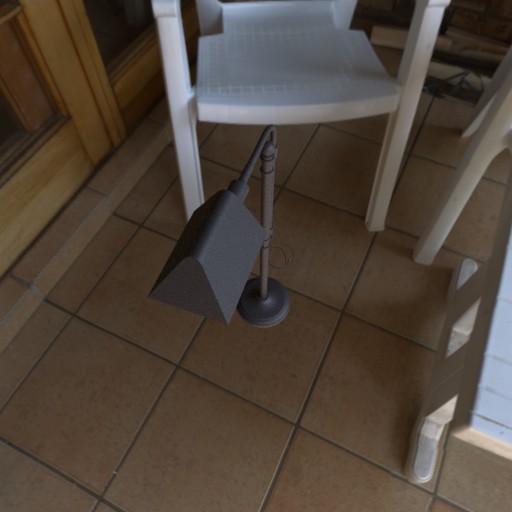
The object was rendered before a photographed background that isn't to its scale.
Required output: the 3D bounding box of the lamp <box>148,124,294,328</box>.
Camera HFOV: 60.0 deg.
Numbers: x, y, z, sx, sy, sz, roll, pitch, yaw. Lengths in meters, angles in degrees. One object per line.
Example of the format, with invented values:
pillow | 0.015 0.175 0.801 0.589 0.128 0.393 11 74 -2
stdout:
lamp | 0.000 0.000 0.970 0.159 0.708 0.545 17 60 10
